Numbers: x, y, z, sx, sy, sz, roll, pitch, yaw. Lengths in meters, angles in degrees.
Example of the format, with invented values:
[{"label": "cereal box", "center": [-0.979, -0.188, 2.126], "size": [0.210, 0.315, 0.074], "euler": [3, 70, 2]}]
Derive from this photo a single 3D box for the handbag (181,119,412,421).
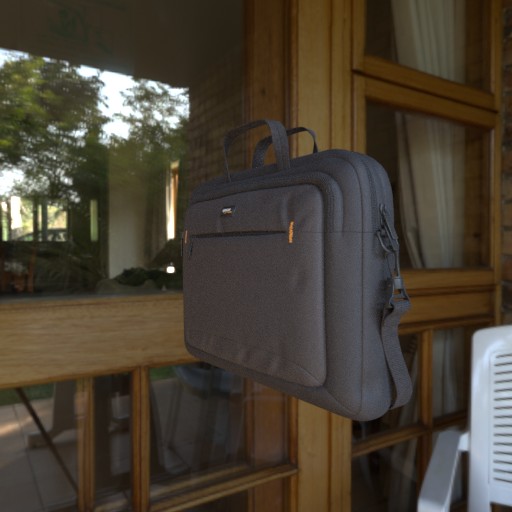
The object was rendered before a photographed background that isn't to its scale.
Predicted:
[{"label": "handbag", "center": [0.000, 0.000, 0.431], "size": [0.089, 0.244, 0.320], "euler": [-1, 1, -37]}]
